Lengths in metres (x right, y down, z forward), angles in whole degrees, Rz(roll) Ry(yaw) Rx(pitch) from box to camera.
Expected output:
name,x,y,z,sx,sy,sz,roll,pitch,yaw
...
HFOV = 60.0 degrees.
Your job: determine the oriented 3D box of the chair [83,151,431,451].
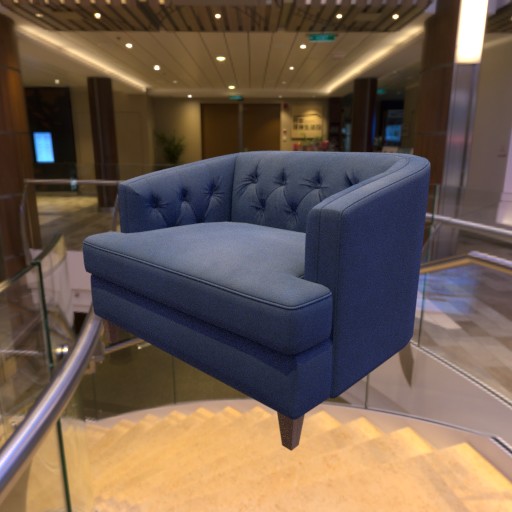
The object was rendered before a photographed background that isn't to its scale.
name,x,y,z,sx,sy,sz,roll,pitch,yaw
chair,0.000,0.000,1.747,1.118,0.787,0.914,13,19,42
